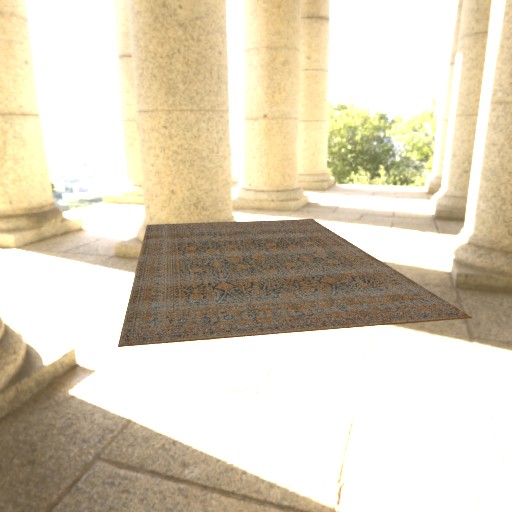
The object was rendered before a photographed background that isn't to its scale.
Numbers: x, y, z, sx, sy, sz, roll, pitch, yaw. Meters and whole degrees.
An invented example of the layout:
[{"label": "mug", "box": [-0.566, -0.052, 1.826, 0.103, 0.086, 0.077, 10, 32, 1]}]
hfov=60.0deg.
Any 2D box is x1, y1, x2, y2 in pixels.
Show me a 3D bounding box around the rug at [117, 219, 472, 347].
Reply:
[{"label": "rug", "box": [0.000, 0.000, 2.948, 1.525, 0.007, 2.336, -3, 16, -10]}]
